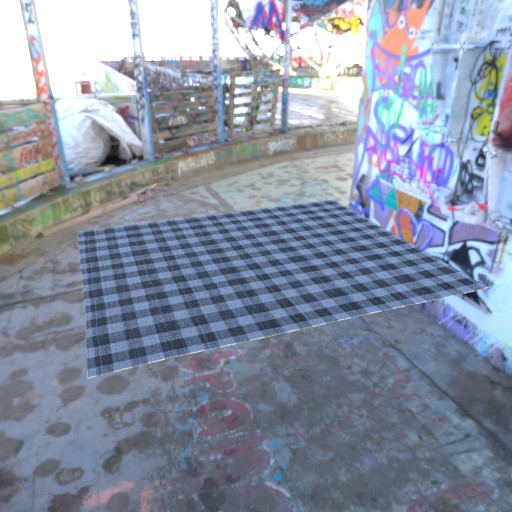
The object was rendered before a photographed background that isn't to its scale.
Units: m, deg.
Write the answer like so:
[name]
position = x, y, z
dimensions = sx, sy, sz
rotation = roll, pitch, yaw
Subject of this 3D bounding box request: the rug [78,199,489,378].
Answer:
[rug]
position = 0.000, 0.000, 4.049
dimensions = 3.021, 0.013, 2.432
rotation = -9, 26, -19
